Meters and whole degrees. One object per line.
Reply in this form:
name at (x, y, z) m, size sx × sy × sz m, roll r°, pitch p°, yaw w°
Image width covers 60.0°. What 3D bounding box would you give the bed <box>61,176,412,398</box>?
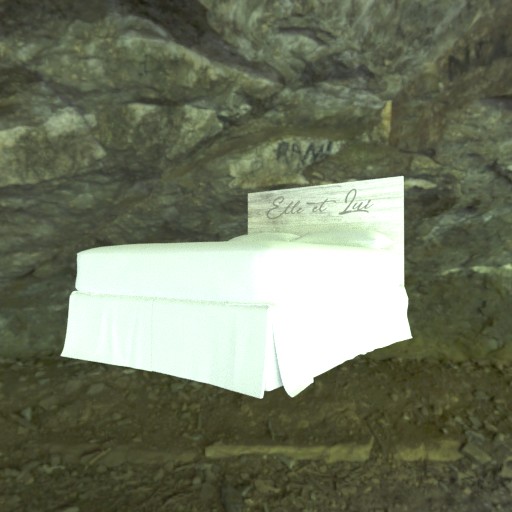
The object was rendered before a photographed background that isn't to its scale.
bed at (0.000, 0.000, 3.275) m, size 1.745 × 1.335 × 2.094 m, roll -1°, pitch -1°, yaw 36°
